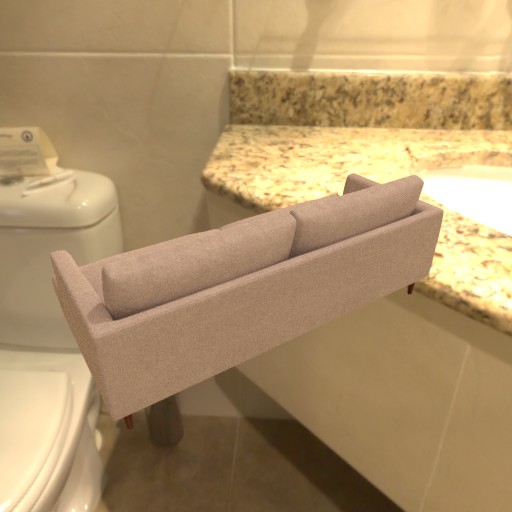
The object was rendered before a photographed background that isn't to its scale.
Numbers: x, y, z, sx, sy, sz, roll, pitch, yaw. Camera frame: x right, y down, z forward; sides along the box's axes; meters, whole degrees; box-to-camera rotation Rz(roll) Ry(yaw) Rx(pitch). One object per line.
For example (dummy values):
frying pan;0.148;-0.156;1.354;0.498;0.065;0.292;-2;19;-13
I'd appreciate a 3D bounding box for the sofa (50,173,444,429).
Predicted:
sofa;0.000;0.000;2.774;2.250;0.868;1.020;-19;35;-28
